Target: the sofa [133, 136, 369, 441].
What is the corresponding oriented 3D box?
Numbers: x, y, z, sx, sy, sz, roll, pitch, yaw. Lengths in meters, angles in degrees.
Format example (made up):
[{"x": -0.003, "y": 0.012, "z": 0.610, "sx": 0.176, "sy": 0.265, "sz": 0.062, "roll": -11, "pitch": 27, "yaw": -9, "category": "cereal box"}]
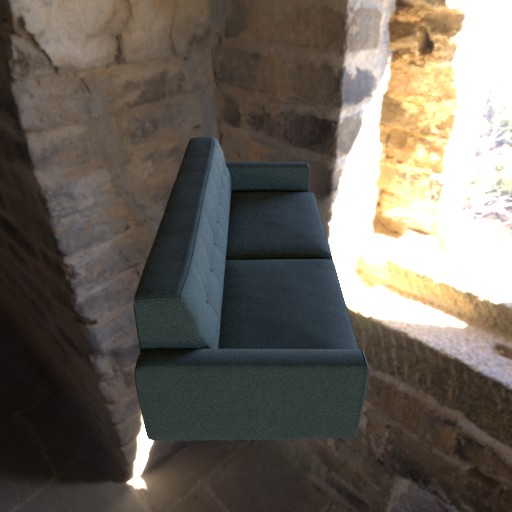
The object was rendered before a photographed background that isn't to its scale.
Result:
[{"x": 0.000, "y": 0.000, "z": 2.515, "sx": 0.909, "sy": 0.841, "sz": 2.029, "roll": 0, "pitch": 33, "yaw": -1, "category": "sofa"}]
